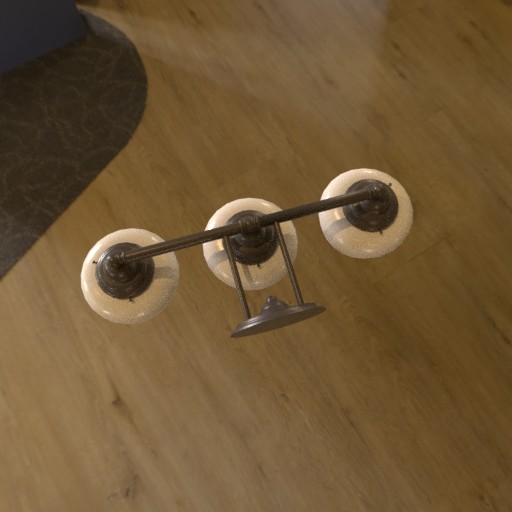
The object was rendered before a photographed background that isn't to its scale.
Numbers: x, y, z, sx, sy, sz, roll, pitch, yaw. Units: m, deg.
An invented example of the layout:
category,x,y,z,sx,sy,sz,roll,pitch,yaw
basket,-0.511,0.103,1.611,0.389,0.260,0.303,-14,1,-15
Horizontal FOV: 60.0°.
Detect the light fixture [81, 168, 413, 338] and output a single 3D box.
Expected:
category,x,y,z,sx,sy,sz,roll,pitch,yaw
light fixture,0.000,0.000,0.717,0.587,0.242,0.239,-15,75,-4
